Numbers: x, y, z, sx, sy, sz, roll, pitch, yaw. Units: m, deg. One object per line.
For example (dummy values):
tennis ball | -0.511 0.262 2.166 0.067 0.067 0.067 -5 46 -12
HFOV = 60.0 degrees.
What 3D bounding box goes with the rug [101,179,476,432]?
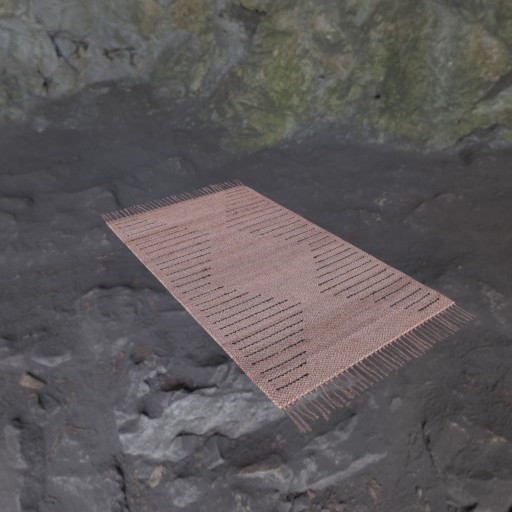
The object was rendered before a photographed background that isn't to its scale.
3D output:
rug | 0.000 0.000 2.062 0.905 0.017 1.718 -21 37 -30
